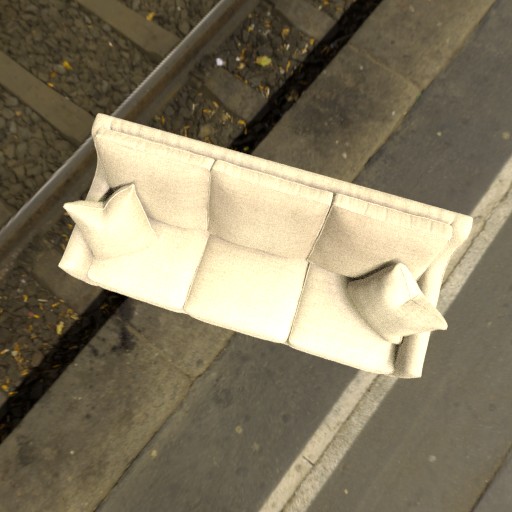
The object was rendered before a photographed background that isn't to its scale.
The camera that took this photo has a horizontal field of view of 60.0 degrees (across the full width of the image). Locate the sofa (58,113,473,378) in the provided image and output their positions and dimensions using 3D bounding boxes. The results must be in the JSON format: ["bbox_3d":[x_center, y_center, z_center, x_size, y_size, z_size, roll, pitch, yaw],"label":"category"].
[{"bbox_3d":[0.000,0.000,2.521,2.031,0.914,0.865,16,77,4],"label":"sofa"}]
